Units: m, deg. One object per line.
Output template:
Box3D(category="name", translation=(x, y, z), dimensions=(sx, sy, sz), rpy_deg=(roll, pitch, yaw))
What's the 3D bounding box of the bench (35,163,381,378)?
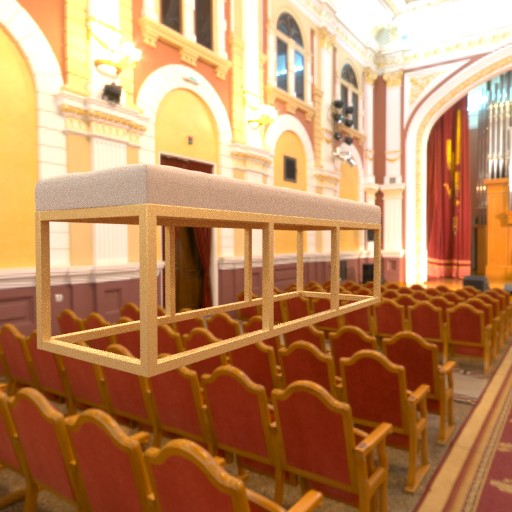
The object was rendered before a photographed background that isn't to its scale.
Box3D(category="bench", translation=(0.000, 0.000, 1.692), dimensions=(0.457, 0.484, 1.473), rpy_deg=(1, 2, 35))
